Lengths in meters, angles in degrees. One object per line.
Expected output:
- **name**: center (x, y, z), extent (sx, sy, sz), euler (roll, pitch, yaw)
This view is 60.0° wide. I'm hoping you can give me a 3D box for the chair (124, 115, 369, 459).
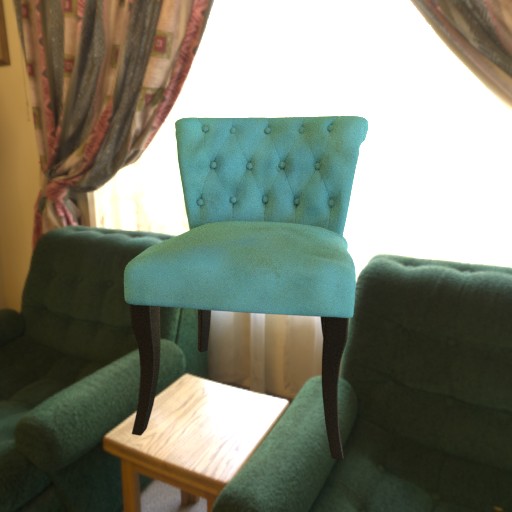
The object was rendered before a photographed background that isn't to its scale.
- **chair**: center (0.000, 0.000, 1.200), extent (0.582, 0.750, 0.605), euler (2, 14, 10)
